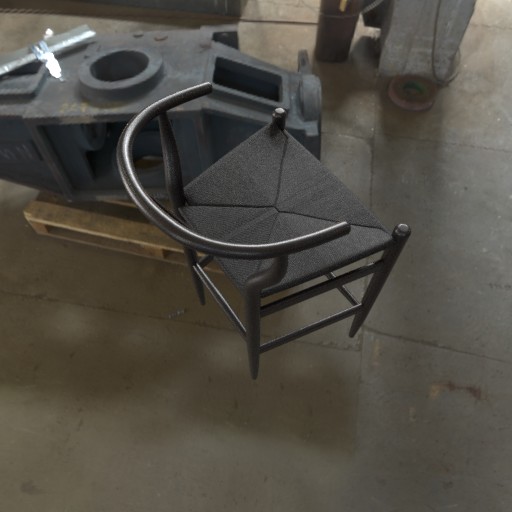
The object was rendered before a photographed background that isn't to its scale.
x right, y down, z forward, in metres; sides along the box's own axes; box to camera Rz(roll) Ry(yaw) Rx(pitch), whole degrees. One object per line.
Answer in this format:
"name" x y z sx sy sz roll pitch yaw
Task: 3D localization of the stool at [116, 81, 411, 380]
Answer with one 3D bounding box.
"stool" 0.000 0.000 1.343 0.579 0.970 0.569 -30 63 -17
